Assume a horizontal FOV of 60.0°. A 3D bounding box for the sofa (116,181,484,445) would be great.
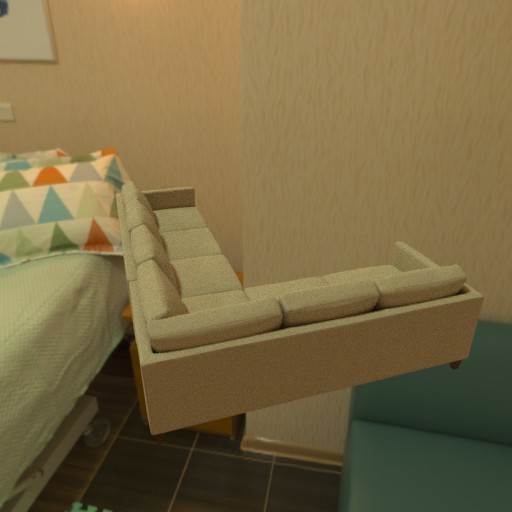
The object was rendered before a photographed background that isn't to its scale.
[{"bbox_3d":[0.000,0.000,4.285,2.432,0.863,3.182,-8,28,-16],"label":"sofa"}]
